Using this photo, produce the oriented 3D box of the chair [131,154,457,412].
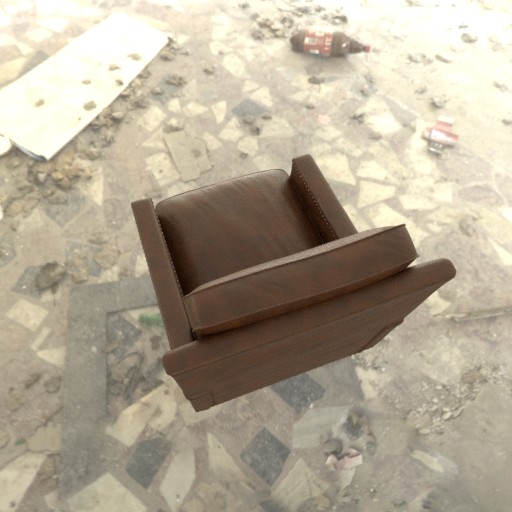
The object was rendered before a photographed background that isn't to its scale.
[{"bbox_3d":[0.000,0.000,1.808,0.854,1.054,1.035,-17,60,-11],"label":"chair"}]
